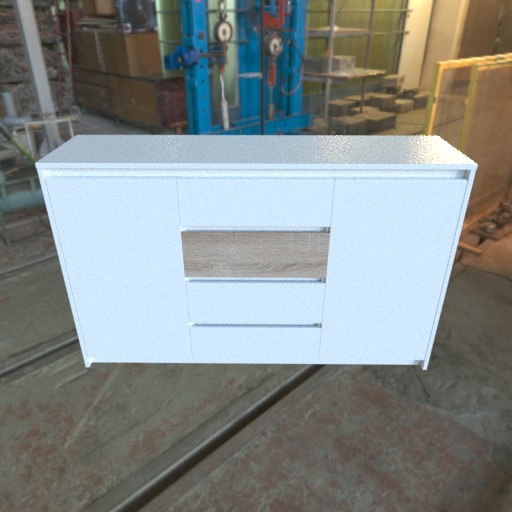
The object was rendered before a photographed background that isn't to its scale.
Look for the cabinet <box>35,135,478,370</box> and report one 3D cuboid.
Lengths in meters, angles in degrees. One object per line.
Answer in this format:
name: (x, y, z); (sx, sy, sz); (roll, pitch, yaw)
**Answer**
cabinet: (0.000, 0.000, 1.835); (1.450, 0.900, 0.380); (0, 29, 1)
